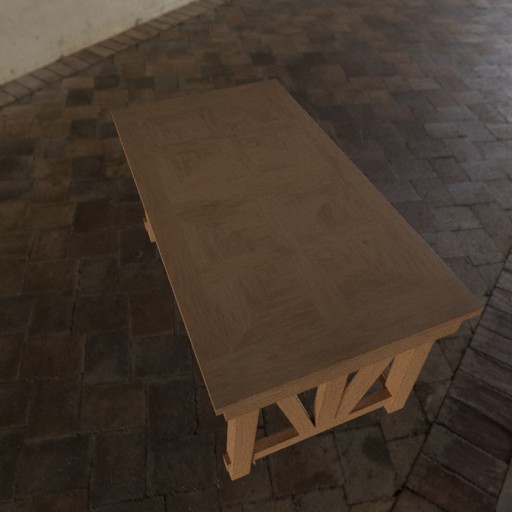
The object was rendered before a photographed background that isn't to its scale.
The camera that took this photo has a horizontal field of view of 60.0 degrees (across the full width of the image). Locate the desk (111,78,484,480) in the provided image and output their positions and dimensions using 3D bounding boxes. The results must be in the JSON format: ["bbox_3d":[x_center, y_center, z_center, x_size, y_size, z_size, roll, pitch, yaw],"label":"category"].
[{"bbox_3d":[0.000,0.000,1.920,0.813,0.762,1.499,-17,50,-15],"label":"desk"}]
